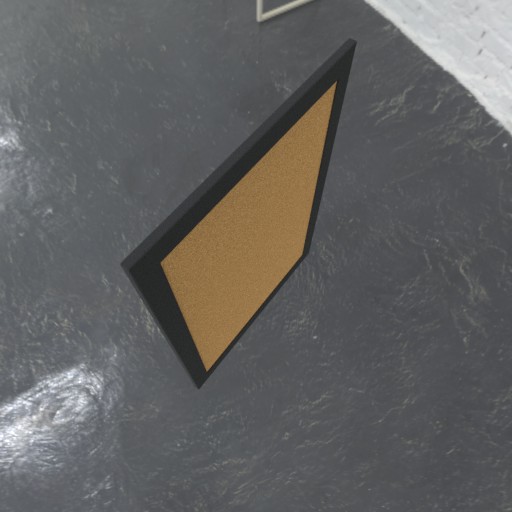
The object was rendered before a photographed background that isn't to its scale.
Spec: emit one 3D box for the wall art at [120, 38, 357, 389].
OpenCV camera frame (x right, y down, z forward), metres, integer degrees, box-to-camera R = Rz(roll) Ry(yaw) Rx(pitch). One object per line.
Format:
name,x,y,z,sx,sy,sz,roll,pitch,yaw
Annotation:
wall art,0.000,0.000,0.684,0.012,0.529,0.374,34,68,16
